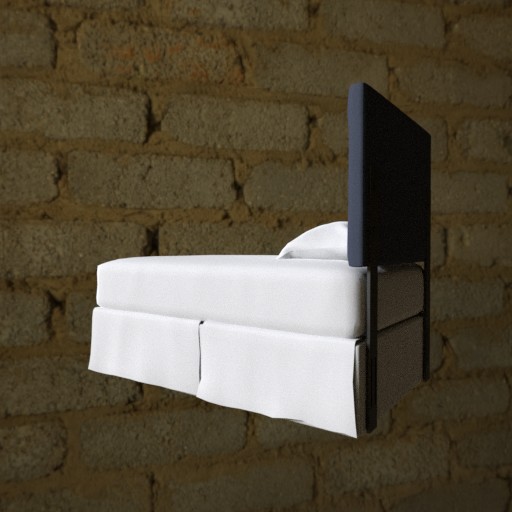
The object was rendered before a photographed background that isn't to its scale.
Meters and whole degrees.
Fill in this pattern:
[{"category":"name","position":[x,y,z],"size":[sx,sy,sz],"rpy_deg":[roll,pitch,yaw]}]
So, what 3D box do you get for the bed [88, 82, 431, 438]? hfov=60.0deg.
[{"category":"bed","position":[0.000,0.000,2.968],"size":[1.997,1.571,1.261],"rpy_deg":[1,1,35]}]
